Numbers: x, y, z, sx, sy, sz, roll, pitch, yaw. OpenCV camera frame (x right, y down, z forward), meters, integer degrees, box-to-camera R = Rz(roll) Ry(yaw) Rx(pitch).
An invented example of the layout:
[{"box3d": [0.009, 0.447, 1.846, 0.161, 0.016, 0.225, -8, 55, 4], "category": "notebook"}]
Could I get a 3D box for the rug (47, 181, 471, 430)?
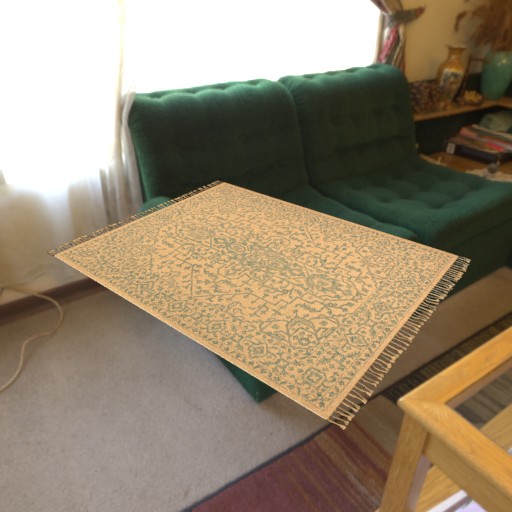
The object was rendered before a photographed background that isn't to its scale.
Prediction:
[{"box3d": [0.000, 0.000, 4.277, 3.327, 0.010, 2.464, 22, 38, 33], "category": "rug"}]
